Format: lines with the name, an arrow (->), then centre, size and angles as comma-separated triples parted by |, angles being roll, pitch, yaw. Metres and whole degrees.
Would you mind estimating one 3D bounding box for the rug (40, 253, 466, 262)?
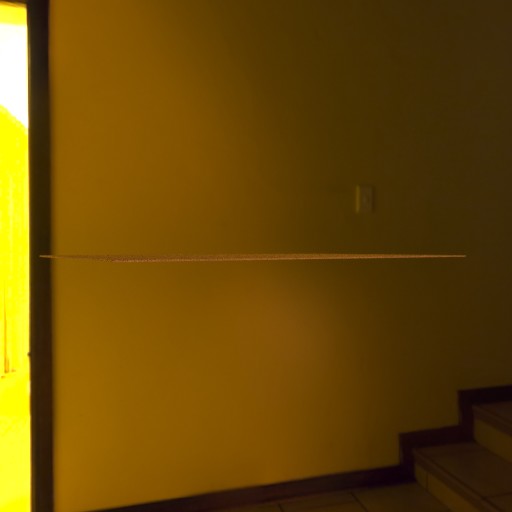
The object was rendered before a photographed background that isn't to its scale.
rug -> 0.000, 0.000, 2.174 | 1.752, 0.006, 1.142 | -1, 1, -35
